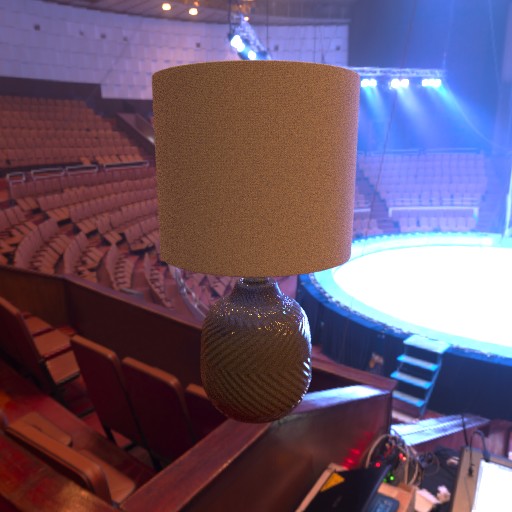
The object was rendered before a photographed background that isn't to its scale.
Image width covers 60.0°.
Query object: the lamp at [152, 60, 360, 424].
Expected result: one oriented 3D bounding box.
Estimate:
[{"bbox_3d":[0.000,0.000,0.491,0.207,0.366,0.207,7,15,26],"label":"lamp"}]
